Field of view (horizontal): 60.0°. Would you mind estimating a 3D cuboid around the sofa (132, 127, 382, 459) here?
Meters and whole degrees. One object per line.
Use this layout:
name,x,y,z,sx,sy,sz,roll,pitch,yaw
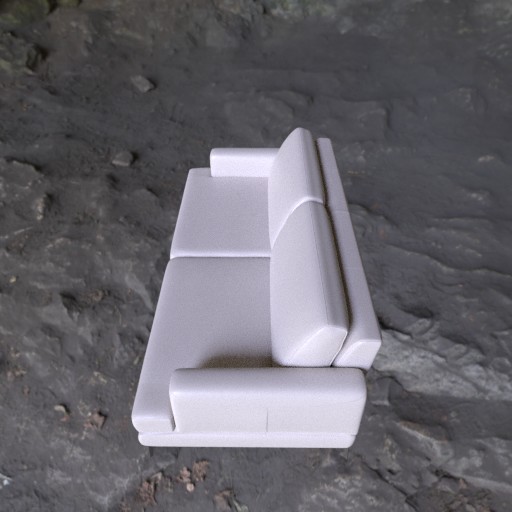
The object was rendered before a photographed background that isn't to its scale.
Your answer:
sofa,0.000,0.000,2.437,0.974,0.765,1.940,0,41,0
